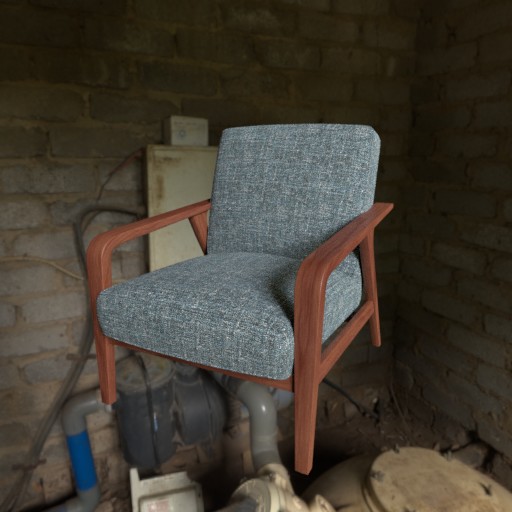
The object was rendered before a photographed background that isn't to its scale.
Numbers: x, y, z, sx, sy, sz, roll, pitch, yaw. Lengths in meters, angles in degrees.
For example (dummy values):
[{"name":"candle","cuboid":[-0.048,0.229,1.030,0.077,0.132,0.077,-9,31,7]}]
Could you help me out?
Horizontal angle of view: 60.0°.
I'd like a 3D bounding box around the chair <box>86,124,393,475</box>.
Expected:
[{"name":"chair","cuboid":[0.000,0.000,1.473,0.719,0.864,0.889,7,16,27]}]
